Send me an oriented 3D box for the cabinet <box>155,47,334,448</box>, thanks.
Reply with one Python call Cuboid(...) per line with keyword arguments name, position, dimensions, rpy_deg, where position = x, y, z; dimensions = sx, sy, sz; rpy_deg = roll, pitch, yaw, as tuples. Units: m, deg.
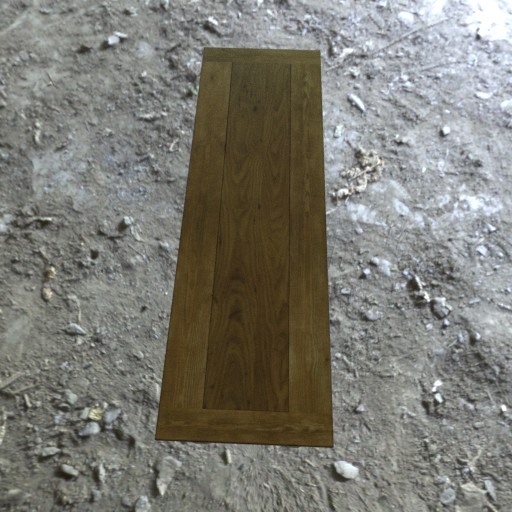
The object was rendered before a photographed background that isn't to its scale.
Cuboid(name="cabinet", position=(0.000, 0.000, 1.848), dimensions=(0.480, 0.813, 1.474), rpy_deg=(2, 65, 1))
